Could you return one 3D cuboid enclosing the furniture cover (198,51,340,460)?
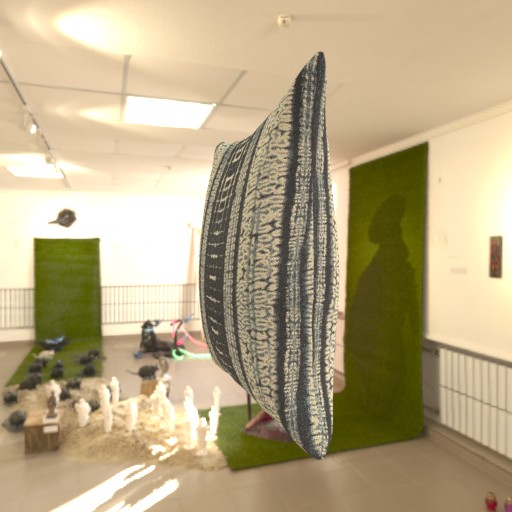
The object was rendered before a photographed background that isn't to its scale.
[{"bbox_3d":[0.000,0.000,0.666,0.133,0.435,0.425,0,1,-19],"label":"furniture cover"}]
